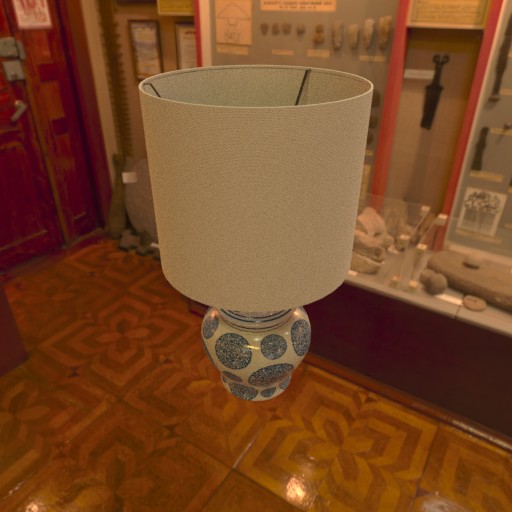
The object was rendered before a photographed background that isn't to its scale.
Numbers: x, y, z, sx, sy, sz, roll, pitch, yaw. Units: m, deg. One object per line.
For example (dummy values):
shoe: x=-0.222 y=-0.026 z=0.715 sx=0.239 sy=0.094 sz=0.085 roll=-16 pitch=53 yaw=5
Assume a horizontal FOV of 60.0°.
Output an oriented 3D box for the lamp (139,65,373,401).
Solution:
lamp: x=0.000 y=0.000 z=0.513 sx=0.215 sy=0.381 sz=0.215 roll=20 pitch=36 yaw=29
